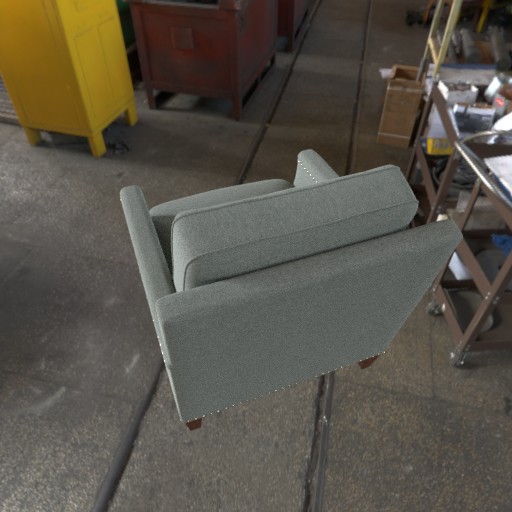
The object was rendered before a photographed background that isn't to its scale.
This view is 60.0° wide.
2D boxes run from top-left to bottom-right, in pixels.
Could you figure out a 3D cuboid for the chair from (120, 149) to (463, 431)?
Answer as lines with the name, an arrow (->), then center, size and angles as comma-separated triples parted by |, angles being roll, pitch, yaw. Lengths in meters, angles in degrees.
chair -> 0.000, 0.000, 1.740 | 0.885, 1.031, 1.031 | -15, 46, -15
